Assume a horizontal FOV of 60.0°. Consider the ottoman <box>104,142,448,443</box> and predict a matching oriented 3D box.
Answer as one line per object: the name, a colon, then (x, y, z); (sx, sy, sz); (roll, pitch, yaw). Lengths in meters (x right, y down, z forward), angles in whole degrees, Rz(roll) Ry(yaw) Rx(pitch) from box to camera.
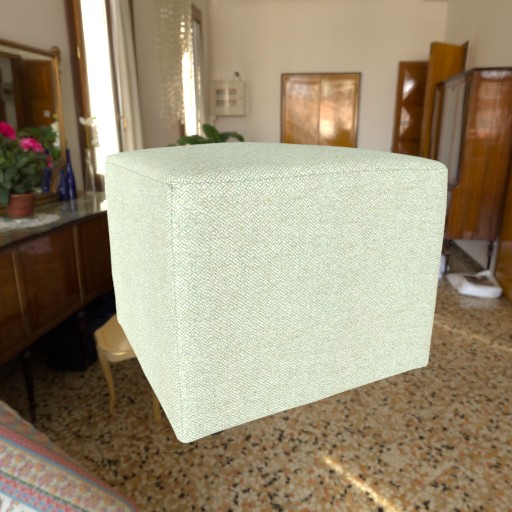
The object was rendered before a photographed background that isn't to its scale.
ottoman: (0.000, 0.000, 0.921); (0.512, 0.453, 0.521); (-8, 18, -26)
